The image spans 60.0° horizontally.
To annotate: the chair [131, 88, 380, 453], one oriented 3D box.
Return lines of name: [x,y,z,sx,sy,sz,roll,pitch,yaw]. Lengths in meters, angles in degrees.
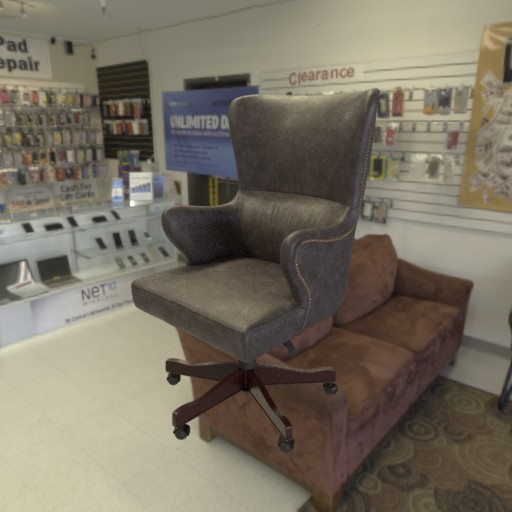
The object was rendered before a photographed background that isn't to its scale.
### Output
chair: [0.000,0.000,1.453,0.594,1.037,0.717,15,23,41]
